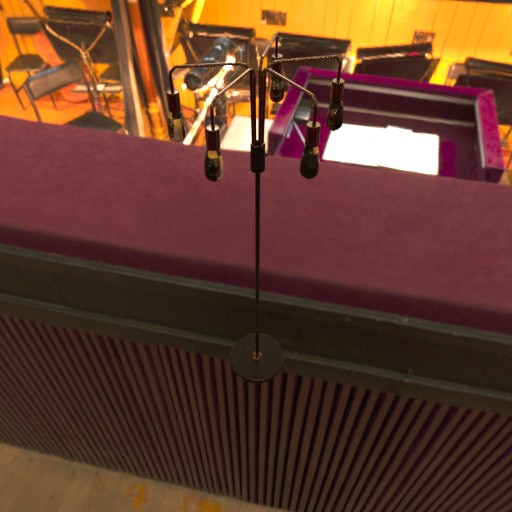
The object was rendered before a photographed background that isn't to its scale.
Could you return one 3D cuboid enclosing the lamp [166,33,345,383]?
[{"bbox_3d":[0.000,0.000,1.977,0.572,1.721,0.599,10,47,9],"label":"lamp"}]
